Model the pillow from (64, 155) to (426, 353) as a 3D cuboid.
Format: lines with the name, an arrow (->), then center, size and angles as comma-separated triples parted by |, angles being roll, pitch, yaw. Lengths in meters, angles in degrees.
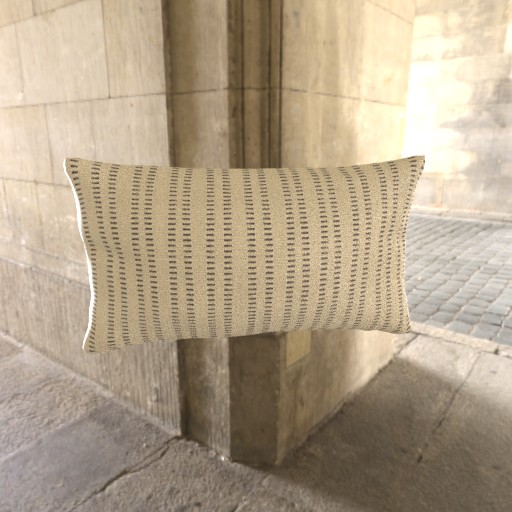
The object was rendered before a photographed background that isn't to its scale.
pillow -> 0.000, 0.000, 0.804 | 0.640, 0.353, 0.210 | -2, 15, -8
